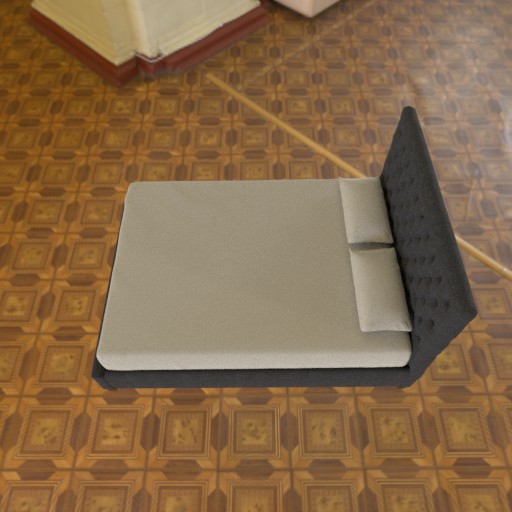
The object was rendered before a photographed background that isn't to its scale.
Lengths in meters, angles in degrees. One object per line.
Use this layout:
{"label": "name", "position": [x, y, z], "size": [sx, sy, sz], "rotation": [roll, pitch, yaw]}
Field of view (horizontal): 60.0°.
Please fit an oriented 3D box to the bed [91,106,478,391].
{"label": "bed", "position": [0.000, 0.000, 3.373], "size": [2.387, 1.427, 1.698], "rotation": [0, 57, 0]}
